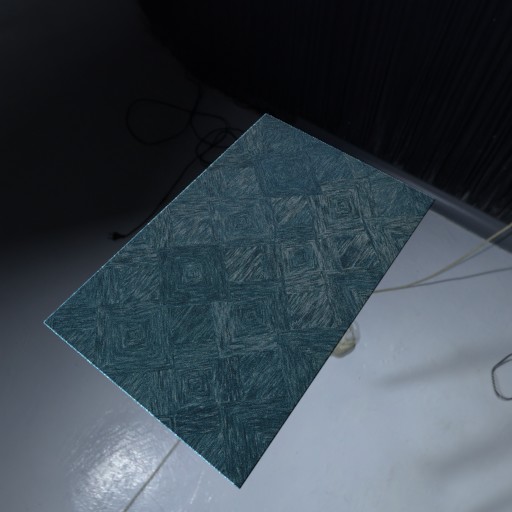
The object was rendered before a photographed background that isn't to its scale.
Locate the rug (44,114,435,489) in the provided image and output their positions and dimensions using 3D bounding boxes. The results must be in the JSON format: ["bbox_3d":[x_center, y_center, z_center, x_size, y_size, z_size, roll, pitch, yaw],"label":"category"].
[{"bbox_3d":[0.000,0.000,2.905,1.490,0.015,2.277,32,64,18],"label":"rug"}]
